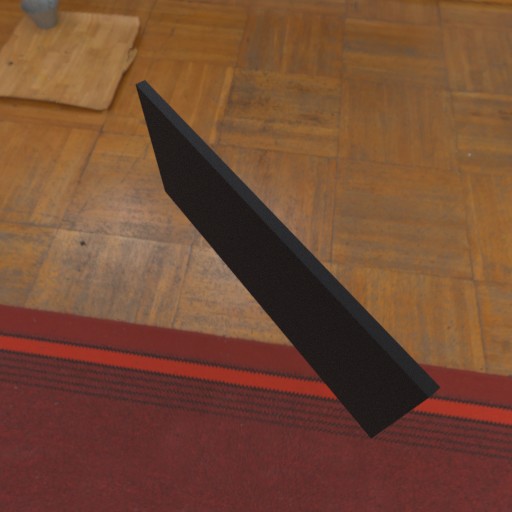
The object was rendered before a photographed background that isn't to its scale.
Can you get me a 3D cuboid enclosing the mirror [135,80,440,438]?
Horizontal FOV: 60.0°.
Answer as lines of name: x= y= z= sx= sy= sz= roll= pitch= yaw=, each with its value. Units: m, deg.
mirror: x=0.000 y=0.000 z=1.804 sx=0.047 sy=0.692 sz=1.584 roll=-33 pitch=65 yaw=-18
